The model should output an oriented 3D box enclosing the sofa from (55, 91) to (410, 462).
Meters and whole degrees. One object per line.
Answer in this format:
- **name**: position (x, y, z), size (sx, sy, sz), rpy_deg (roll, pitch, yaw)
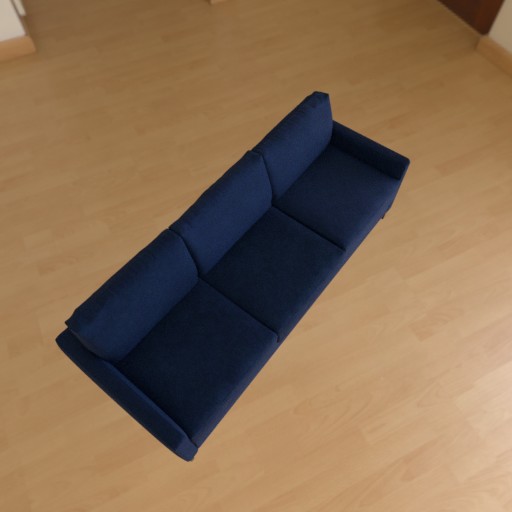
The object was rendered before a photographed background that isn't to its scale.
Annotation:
- **sofa**: position (0.000, 0.000, 2.707), size (0.875, 0.879, 2.252), rpy_deg (34, 65, 19)
